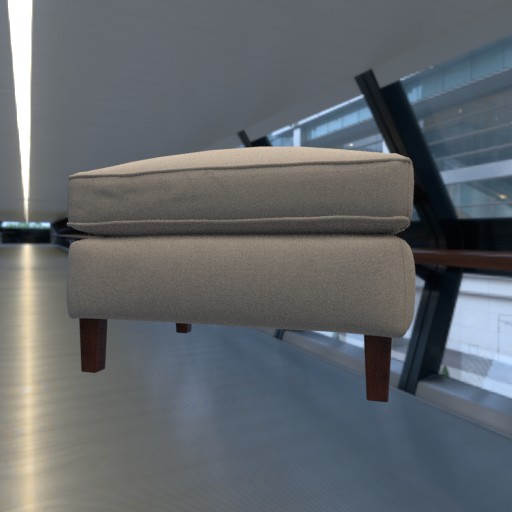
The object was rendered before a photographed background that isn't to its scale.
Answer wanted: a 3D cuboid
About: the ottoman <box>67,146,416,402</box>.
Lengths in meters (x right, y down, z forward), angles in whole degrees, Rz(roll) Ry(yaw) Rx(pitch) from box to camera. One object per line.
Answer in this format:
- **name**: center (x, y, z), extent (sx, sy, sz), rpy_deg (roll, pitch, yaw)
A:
- **ottoman**: center (0.000, 0.000, 0.998), extent (0.665, 0.456, 0.501), rpy_deg (0, 2, 17)
